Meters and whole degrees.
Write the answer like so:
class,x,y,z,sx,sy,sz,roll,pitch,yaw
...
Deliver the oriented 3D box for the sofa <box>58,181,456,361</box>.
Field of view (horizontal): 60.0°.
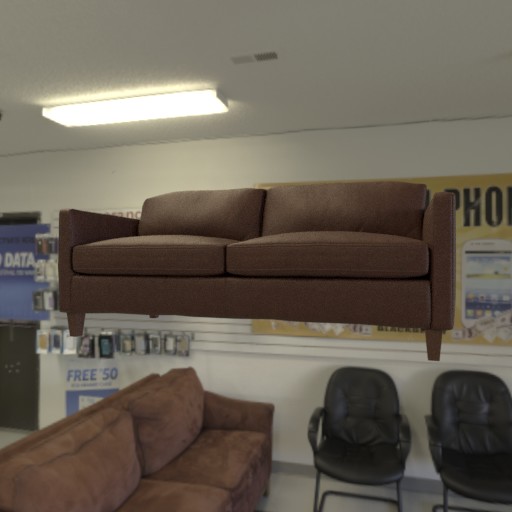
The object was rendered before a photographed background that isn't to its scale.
class,x,y,z,sx,sy,sz,roll,pitch,yaw
sofa,0.000,0.000,2.459,1.971,0.863,0.923,0,-1,18
